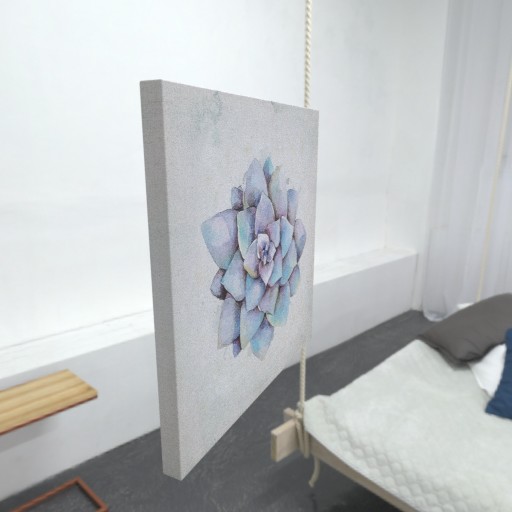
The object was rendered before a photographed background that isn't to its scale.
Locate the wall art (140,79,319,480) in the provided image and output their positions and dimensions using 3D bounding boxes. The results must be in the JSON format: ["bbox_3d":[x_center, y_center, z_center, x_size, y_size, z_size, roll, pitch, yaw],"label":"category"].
[{"bbox_3d":[0.000,0.000,0.917,0.040,0.612,0.612,7,16,26],"label":"wall art"}]
